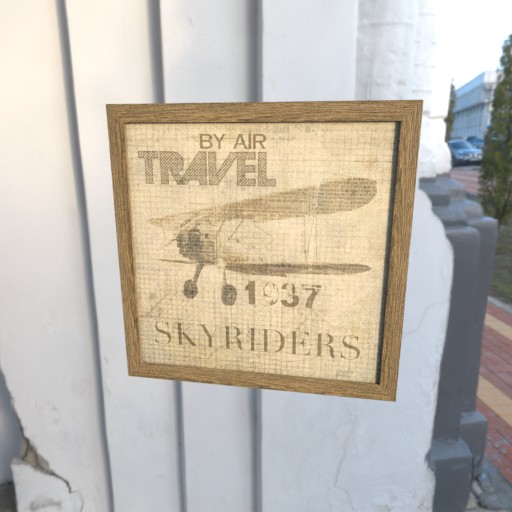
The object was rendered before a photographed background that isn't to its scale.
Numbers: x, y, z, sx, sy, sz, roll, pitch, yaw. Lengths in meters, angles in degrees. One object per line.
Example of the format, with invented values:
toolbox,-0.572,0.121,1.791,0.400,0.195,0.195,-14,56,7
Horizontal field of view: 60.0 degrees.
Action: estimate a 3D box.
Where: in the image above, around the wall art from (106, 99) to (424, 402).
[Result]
wall art,0.000,0.000,0.774,0.508,0.508,0.019,3,15,10
